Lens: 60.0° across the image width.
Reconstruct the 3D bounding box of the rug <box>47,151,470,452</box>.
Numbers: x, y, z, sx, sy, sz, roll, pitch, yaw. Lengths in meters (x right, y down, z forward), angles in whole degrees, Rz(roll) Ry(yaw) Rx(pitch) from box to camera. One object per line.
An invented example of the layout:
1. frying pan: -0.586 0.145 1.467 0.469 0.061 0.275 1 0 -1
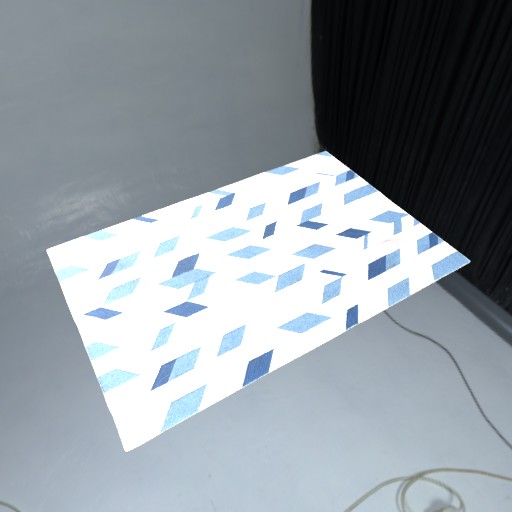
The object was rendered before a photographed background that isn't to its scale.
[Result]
1. rug: 0.000 0.000 2.265 1.813 0.006 1.202 -23 50 -21
